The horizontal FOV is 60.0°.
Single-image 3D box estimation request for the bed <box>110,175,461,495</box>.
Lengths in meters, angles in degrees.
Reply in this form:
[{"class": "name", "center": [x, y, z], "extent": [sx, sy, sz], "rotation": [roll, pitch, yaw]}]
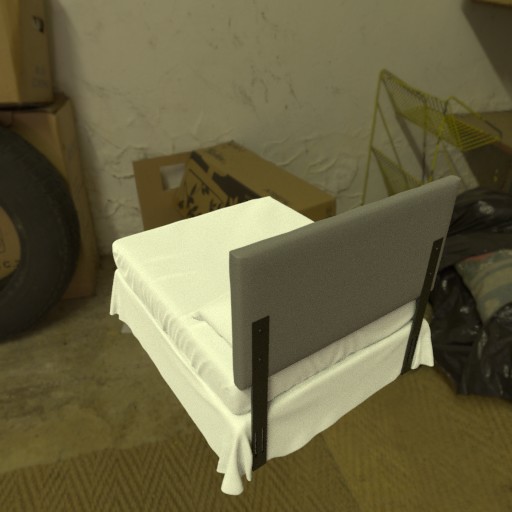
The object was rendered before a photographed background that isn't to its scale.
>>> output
[{"class": "bed", "center": [0.000, 0.000, 3.407], "extent": [1.936, 1.577, 2.222], "rotation": [-20, 37, -29]}]
